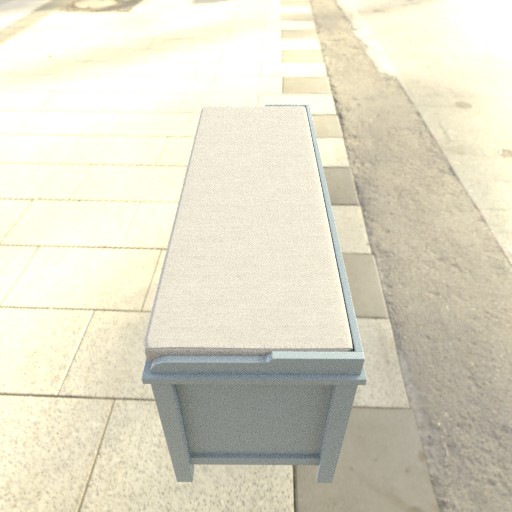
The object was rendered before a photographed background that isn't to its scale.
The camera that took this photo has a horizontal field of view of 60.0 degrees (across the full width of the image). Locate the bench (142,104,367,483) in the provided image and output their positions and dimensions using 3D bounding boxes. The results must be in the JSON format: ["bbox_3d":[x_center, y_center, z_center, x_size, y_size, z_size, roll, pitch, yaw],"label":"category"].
[{"bbox_3d":[0.000,0.000,1.346,0.398,0.501,1.140,0,41,0],"label":"bench"}]
